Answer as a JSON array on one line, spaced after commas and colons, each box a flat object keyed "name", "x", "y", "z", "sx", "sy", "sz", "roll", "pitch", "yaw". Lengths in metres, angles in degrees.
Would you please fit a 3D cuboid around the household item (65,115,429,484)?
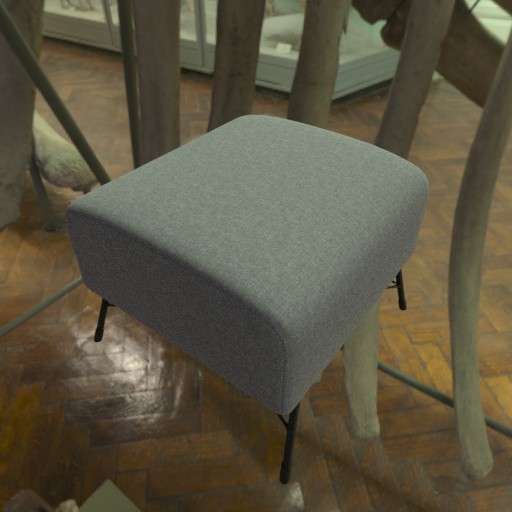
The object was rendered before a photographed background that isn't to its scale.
[{"name": "household item", "x": 0.000, "y": 0.000, "z": 0.914, "sx": 0.530, "sy": 0.410, "sz": 0.530, "roll": 26, "pitch": 46, "yaw": 28}]
